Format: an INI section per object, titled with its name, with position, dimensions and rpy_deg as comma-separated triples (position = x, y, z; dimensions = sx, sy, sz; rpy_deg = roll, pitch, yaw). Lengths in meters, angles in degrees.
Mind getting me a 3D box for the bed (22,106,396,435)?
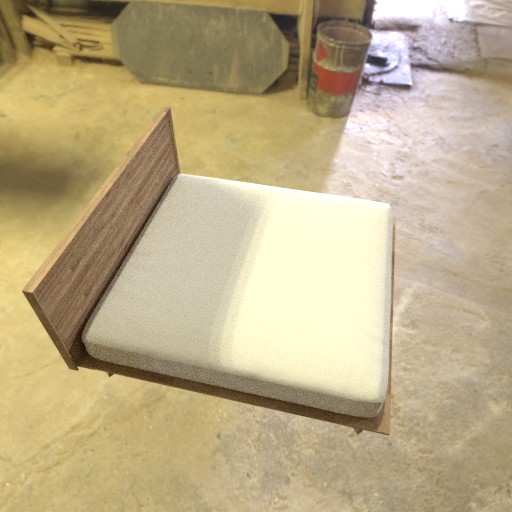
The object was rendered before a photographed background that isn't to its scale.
[bed]
position = 0.000, 0.000, 3.376
dimensions = 2.167, 1.100, 2.116
rpy_deg = 10, 47, 9
